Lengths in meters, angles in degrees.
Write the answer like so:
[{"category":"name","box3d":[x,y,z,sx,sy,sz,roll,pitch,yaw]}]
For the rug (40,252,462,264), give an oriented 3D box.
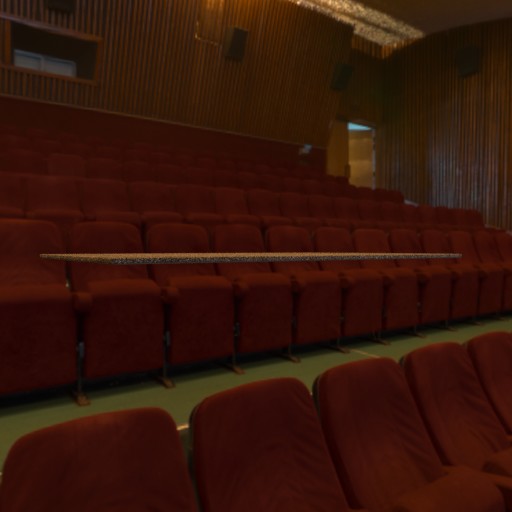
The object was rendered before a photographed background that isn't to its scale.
[{"category":"rug","box3d":[0.000,0.000,2.917,2.352,0.025,1.501,-1,1,-35]}]
